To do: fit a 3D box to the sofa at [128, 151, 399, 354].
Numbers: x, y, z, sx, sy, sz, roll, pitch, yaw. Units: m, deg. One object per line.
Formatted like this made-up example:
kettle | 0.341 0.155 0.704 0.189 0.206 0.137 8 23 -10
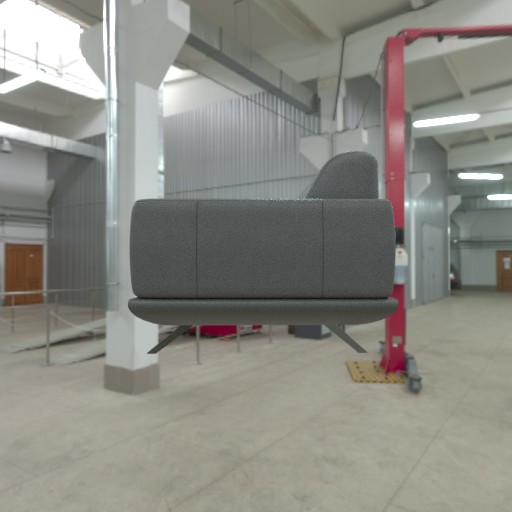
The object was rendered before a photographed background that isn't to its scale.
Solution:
sofa | 0.000 0.000 2.365 0.900 0.772 1.901 0 -1 -1
